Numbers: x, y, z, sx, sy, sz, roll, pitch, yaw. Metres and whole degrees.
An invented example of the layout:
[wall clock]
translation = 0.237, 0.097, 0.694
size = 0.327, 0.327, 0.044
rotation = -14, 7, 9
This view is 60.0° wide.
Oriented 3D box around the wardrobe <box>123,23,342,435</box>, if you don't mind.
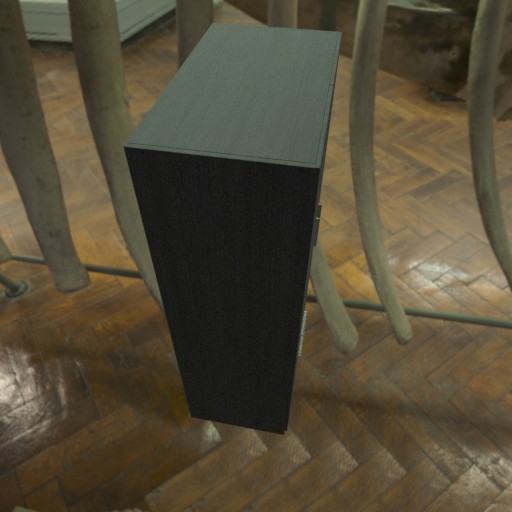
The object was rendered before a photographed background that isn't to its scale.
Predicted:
[wardrobe]
translation = 0.000, 0.000, 2.211
size = 0.577, 1.808, 0.991
rotation = 8, 47, 8
